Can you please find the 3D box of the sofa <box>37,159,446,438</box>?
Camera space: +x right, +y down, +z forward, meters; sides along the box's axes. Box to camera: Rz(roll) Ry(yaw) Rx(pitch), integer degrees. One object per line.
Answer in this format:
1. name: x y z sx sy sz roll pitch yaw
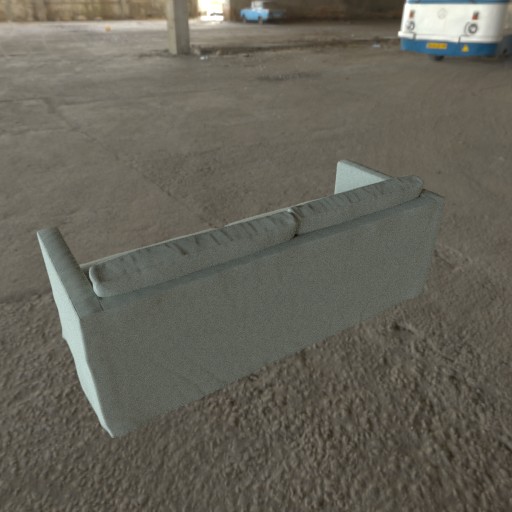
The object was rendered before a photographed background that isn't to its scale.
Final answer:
1. sofa: 0.000 0.000 2.758 2.312 0.853 0.962 -18 35 -28
